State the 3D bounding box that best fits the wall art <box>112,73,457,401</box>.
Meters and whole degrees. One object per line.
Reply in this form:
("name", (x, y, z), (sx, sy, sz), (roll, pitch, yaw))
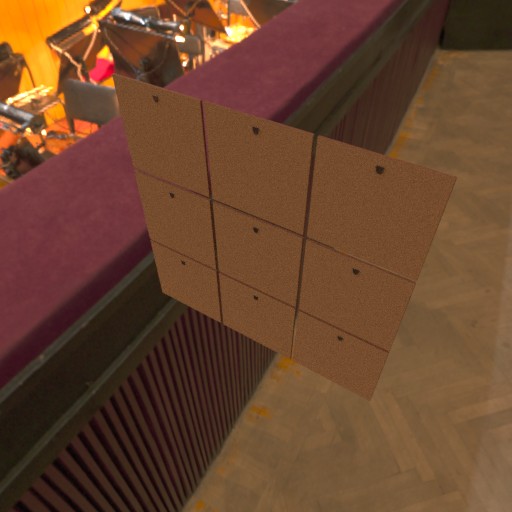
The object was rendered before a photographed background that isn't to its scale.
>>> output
("wall art", (0.000, 0.000, 2.268), (1.533, 1.532, 0.019), (24, 50, 22))
